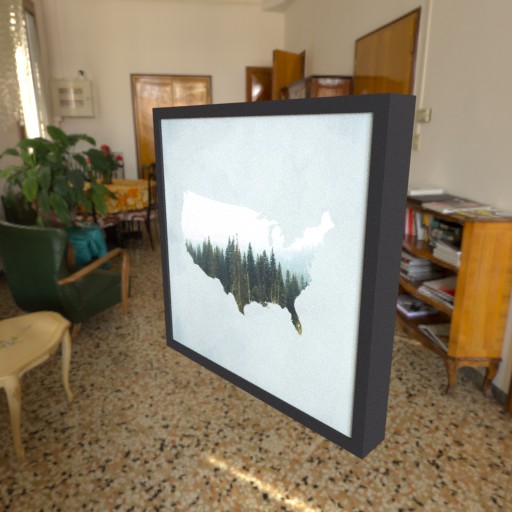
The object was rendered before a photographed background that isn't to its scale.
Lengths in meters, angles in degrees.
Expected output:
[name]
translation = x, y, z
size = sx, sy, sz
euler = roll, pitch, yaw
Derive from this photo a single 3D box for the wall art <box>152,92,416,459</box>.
[wall art]
translation = 0.000, 0.000, 0.465
size = 0.038, 0.304, 0.304
euler = -15, 22, -43
